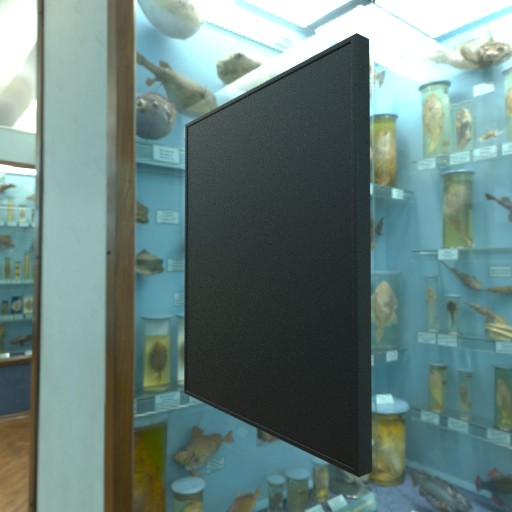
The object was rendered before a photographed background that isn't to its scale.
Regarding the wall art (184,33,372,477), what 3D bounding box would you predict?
[{"bbox_3d":[0.000,0.000,0.736,0.028,0.551,0.451,1,-2,-37],"label":"wall art"}]
